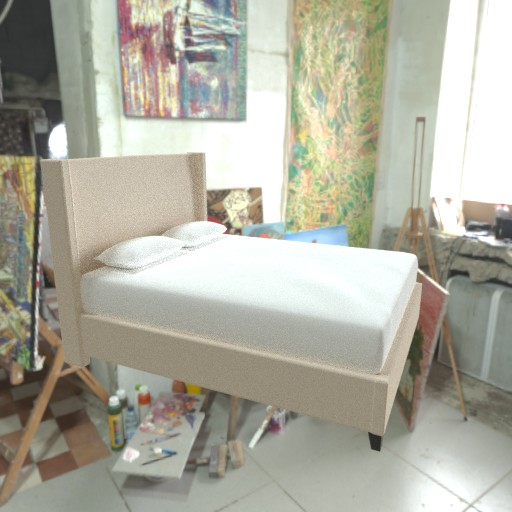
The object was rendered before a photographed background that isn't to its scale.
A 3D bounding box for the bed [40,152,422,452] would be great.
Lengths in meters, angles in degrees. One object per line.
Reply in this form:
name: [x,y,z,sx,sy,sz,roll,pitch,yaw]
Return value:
bed: [0.000,0.000,3.383,2.293,1.471,1.778,7,16,24]
